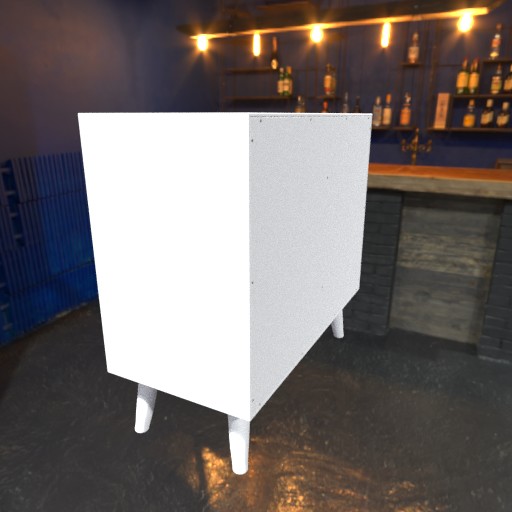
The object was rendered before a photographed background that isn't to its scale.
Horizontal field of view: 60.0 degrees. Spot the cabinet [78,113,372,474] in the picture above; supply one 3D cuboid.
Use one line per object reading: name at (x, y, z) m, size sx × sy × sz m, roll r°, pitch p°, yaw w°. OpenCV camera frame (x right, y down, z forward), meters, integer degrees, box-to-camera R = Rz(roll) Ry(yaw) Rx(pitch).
cabinet at (0.000, 0.000, 1.245) m, size 0.398 × 0.761 × 0.800 m, roll 9°, pitch 20°, yaw 26°
